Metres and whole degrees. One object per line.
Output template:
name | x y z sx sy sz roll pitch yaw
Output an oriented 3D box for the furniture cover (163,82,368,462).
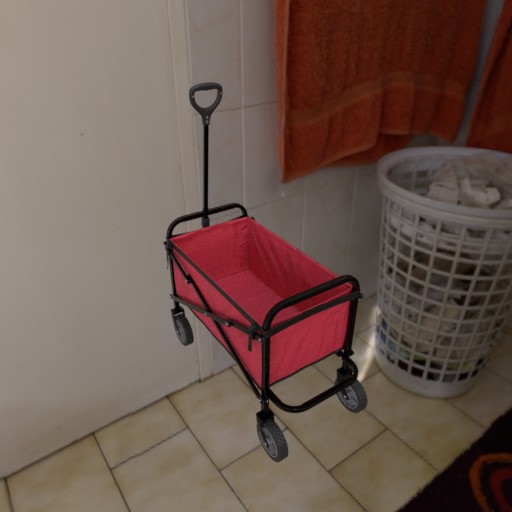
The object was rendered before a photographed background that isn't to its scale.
furniture cover | 0.000 0.000 1.890 0.532 1.295 1.038 -19 35 -29
